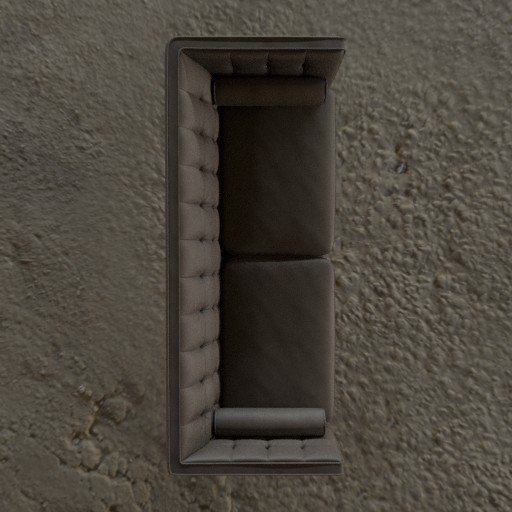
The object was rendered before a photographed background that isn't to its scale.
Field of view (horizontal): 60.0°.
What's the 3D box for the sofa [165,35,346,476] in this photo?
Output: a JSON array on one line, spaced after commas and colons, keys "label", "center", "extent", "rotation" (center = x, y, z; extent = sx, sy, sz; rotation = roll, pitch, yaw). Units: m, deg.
[{"label": "sofa", "center": [0.000, 0.000, 2.445], "extent": [0.867, 0.789, 2.087], "rotation": [0, 91, 0]}]
